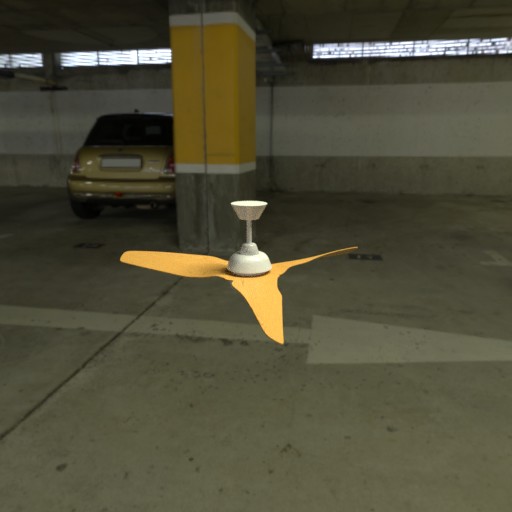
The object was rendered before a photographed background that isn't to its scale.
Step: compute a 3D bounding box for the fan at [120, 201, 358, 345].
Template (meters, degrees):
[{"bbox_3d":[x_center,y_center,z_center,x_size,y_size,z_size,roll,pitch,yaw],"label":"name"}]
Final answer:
[{"bbox_3d":[0.000,0.000,1.657,1.142,0.355,1.010,-2,15,-8],"label":"fan"}]
